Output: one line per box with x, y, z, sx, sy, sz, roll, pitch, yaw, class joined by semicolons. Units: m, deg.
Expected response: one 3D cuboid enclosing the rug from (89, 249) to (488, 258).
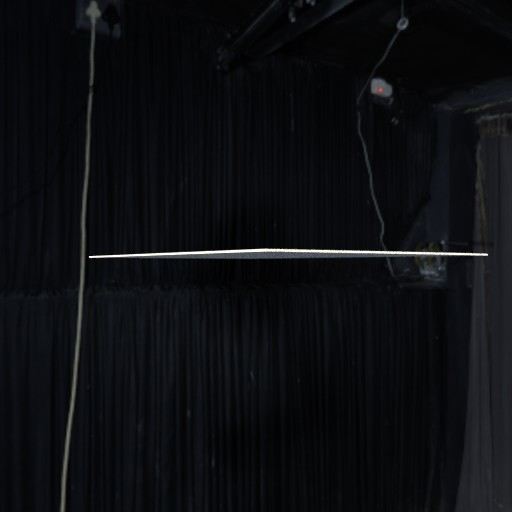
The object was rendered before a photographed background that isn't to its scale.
0.000;0.000;2.911;1.522;0.008;2.284;1;-1;-36;rug
